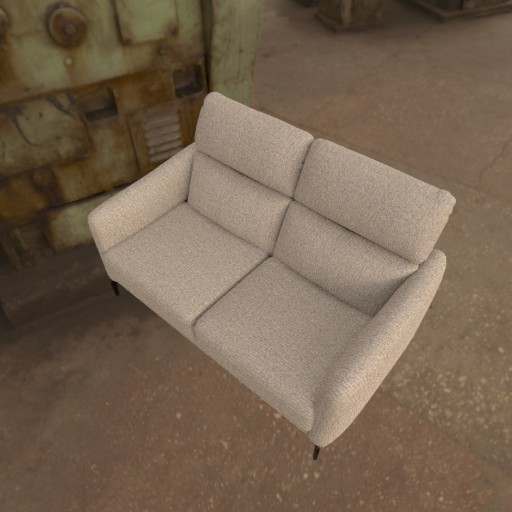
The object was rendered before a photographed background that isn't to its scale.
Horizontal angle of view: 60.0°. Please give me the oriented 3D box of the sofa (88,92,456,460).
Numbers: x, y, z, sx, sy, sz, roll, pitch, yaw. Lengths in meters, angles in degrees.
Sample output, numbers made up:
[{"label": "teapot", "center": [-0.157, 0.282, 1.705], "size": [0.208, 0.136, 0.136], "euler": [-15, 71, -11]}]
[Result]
[{"label": "sofa", "center": [0.000, 0.000, 2.125], "size": [1.540, 0.950, 0.905], "euler": [32, 54, 27]}]
